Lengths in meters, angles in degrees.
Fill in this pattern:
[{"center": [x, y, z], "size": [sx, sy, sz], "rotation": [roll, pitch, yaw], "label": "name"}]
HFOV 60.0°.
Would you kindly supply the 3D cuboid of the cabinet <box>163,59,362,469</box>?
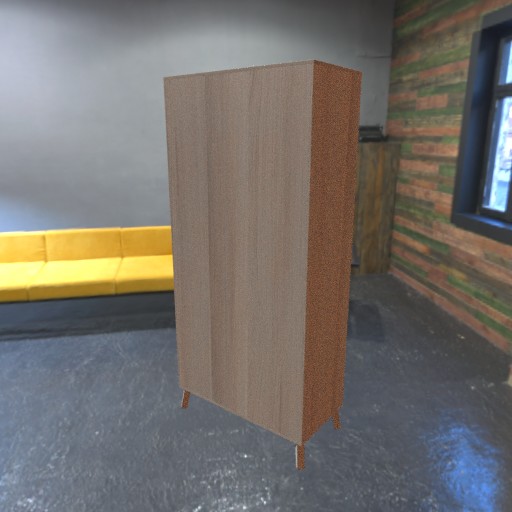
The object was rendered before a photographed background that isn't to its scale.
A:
[{"center": [0.000, 0.000, 2.615], "size": [0.969, 1.957, 1.272], "rotation": [-2, 15, -7], "label": "cabinet"}]
